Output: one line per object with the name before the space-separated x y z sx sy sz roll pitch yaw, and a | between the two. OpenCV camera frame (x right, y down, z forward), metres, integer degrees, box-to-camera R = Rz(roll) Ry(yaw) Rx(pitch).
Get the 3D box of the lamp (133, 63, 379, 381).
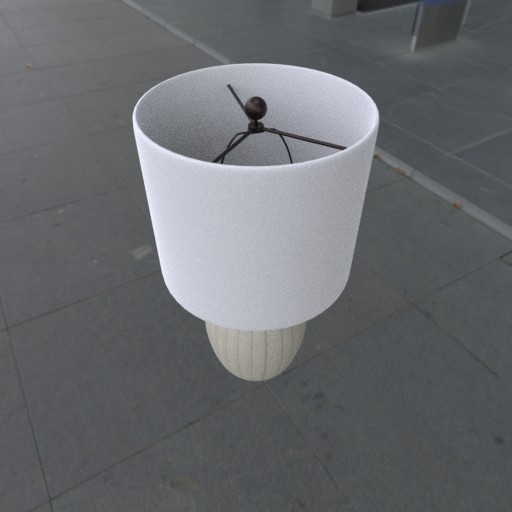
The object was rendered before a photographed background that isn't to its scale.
lamp | 0.000 0.000 0.782 0.329 0.570 0.329 -11 43 -12
